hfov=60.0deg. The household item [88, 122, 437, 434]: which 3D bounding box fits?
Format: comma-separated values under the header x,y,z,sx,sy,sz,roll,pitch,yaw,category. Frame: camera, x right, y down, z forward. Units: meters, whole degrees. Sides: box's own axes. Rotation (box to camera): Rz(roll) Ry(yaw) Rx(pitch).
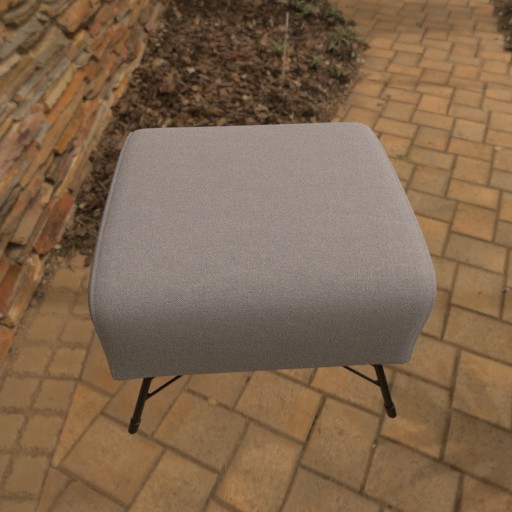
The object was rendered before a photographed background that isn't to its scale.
x,y,z,sx,sy,sz,roll,pitch,yaw,category
0.000,0.000,0.902,0.530,0.410,0.530,-3,46,-2,household item
